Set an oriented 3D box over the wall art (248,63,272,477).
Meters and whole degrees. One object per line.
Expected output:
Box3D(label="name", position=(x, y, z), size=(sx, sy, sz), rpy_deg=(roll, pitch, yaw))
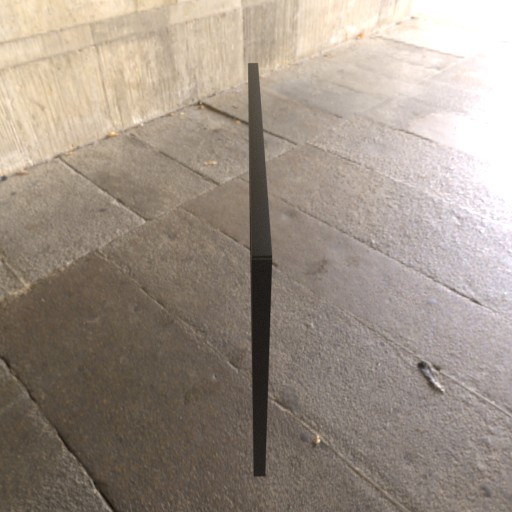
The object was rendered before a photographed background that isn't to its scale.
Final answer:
Box3D(label="wall art", position=(0.000, 0.000, 0.732), size=(0.018, 0.450, 0.521), rpy_deg=(-1, 41, -1))
